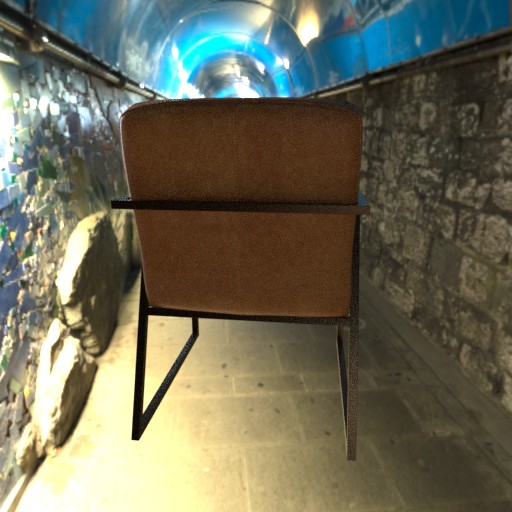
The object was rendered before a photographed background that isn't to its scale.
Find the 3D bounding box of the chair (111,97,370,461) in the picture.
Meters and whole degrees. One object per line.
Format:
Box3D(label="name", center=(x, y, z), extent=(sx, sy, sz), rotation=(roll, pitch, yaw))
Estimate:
Box3D(label="chair", center=(0.000, 0.000, 1.285), extent=(0.571, 0.832, 0.677), rotation=(2, 16, 7))
